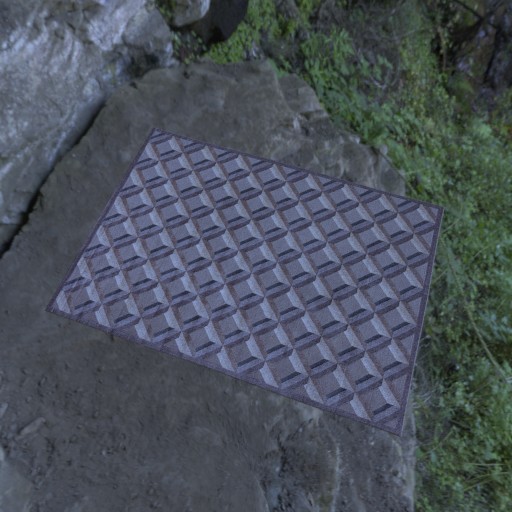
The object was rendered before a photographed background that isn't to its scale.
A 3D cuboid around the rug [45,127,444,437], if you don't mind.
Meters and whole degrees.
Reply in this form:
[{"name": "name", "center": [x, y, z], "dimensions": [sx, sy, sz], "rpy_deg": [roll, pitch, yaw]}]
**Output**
[{"name": "rug", "center": [0.000, 0.000, 2.953], "dimensions": [2.260, 0.013, 1.600], "rpy_deg": [17, 65, 9]}]
